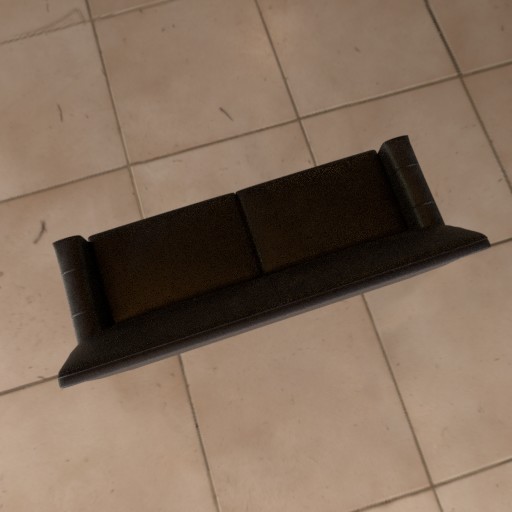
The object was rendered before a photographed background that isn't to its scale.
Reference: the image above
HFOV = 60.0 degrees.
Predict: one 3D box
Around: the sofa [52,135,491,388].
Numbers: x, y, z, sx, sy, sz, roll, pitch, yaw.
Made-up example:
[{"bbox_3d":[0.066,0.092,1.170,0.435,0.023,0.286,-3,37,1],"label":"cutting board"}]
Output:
[{"bbox_3d":[0.000,0.000,2.501,2.053,0.947,0.805,-18,77,-4],"label":"sofa"}]
